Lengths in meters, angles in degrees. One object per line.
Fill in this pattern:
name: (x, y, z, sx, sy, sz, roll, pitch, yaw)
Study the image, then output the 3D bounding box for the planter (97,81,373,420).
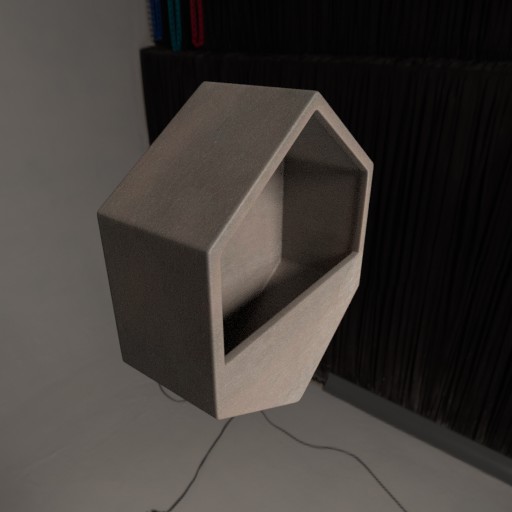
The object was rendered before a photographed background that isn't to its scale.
planter: (0.000, 0.000, 0.286, 0.077, 0.206, 0.169, 19, 33, 32)
